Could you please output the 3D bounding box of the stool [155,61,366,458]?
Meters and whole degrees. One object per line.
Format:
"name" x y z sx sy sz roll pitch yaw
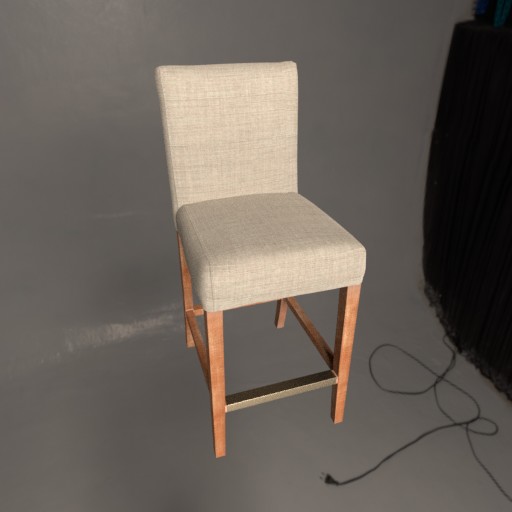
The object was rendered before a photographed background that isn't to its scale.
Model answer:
"stool" 0.000 0.000 1.359 0.454 1.039 0.567 -9 31 -16
